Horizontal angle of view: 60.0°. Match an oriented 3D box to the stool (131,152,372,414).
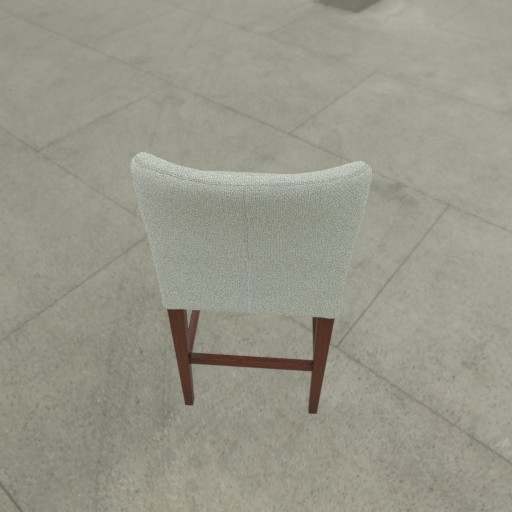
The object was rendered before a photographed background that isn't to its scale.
[{"bbox_3d":[0.000,0.000,1.297,0.481,0.969,0.568,3,48,3],"label":"stool"}]
